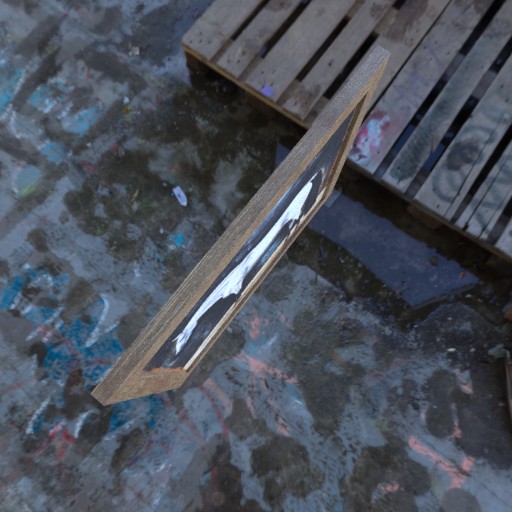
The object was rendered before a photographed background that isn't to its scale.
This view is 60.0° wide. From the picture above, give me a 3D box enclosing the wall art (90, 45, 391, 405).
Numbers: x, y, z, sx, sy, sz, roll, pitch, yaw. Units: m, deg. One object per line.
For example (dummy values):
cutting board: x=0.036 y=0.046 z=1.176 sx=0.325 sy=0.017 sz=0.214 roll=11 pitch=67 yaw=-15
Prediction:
wall art: x=0.000 y=0.000 z=0.941 sx=0.026 sy=0.588 sz=0.690 roll=37 pitch=79 yaw=9
